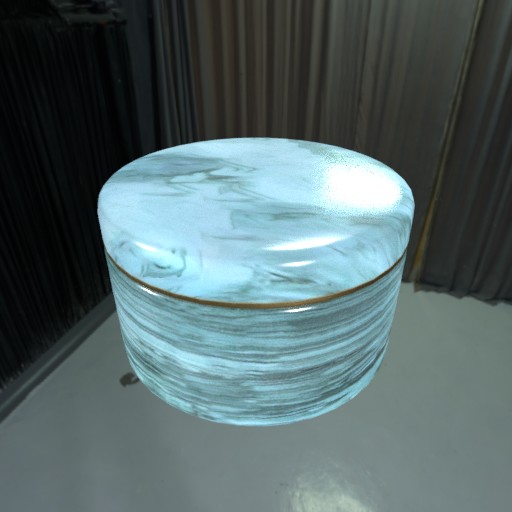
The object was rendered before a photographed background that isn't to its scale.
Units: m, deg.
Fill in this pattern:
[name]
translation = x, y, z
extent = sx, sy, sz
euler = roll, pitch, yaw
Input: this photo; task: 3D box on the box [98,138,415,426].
[box]
translation = 0.000, 0.000, 0.161
extent = 0.101, 0.063, 0.101
euler = 0, 31, 0
